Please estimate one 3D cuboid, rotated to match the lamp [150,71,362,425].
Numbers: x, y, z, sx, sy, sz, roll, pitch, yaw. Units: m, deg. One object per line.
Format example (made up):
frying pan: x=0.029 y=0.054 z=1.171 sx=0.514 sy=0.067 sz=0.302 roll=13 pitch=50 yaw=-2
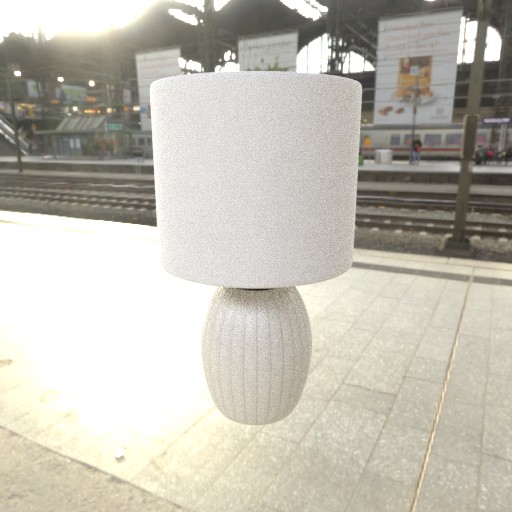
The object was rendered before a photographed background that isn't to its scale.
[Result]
lamp: x=0.000 y=0.000 z=0.767 sx=0.328 sy=0.570 sz=0.328 roll=0 pitch=14 yaw=0
